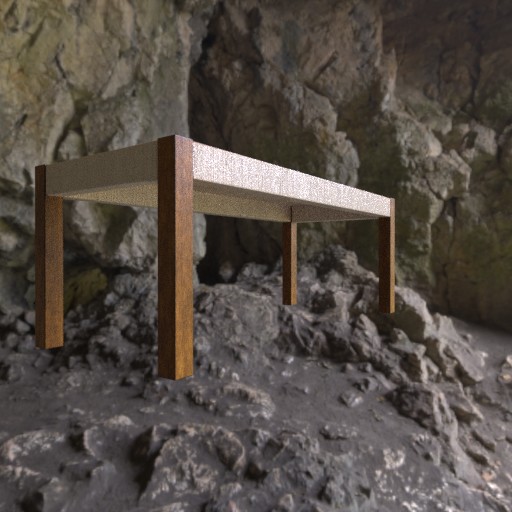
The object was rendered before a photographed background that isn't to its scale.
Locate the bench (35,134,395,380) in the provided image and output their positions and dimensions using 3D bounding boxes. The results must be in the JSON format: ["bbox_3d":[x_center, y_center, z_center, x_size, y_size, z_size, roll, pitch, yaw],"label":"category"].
[{"bbox_3d":[0.000,0.000,1.453,0.507,0.457,1.198,0,0,36],"label":"bench"}]
